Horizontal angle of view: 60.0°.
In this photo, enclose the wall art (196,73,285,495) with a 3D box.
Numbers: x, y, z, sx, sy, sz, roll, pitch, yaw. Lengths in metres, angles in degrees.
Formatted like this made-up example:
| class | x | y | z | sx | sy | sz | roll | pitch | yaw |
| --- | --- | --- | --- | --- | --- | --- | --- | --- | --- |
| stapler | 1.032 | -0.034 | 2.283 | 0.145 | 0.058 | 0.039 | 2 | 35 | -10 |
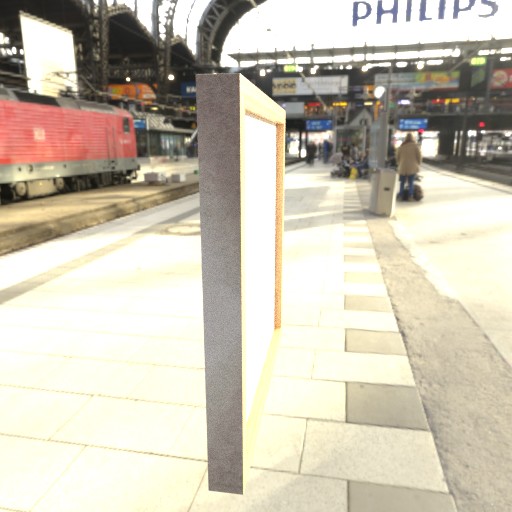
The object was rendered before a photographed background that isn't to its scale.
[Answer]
| class | x | y | z | sx | sy | sz | roll | pitch | yaw |
| --- | --- | --- | --- | --- | --- | --- | --- | --- | --- |
| wall art | 0.000 | 0.000 | 0.452 | 0.028 | 0.303 | 0.303 | 2 | 14 | 9 |
